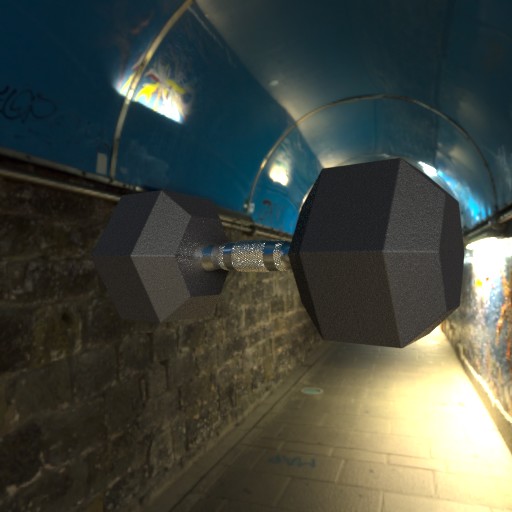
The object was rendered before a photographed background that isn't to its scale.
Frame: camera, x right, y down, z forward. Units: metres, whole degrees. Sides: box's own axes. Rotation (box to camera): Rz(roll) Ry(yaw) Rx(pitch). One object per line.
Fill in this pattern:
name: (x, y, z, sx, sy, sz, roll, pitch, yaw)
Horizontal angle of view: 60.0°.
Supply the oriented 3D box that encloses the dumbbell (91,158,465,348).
dumbbell: (0.000, 0.000, 0.436, 0.361, 0.137, 0.157, -1, -1, 34)
